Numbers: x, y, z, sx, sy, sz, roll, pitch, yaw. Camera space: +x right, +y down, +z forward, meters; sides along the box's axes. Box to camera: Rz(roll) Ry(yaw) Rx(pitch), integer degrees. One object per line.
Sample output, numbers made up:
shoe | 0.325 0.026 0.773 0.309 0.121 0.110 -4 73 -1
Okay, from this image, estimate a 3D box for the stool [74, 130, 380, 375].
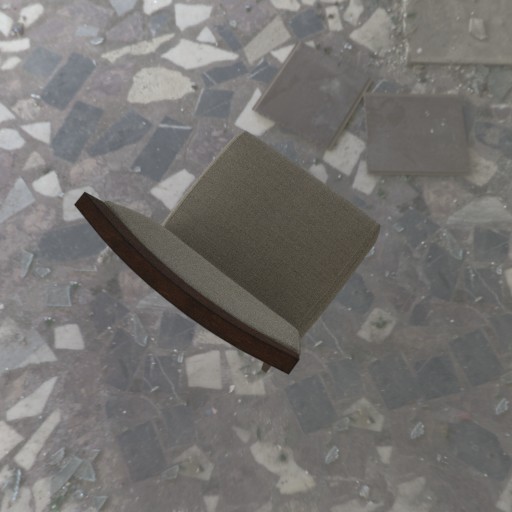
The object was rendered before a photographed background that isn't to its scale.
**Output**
stool | 0.000 0.000 1.326 0.512 1.009 0.531 37 78 9
